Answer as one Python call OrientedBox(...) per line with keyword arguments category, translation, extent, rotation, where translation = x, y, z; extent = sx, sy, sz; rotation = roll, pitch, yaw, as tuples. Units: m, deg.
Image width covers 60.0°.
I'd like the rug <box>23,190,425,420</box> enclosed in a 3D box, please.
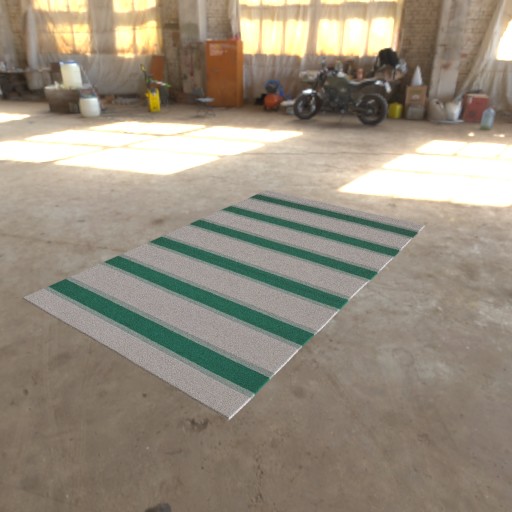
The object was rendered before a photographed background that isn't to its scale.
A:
OrientedBox(category="rug", translation=(0.000, 0.000, 3.003), extent=(1.521, 0.015, 2.436), rotation=(18, 32, 32))
